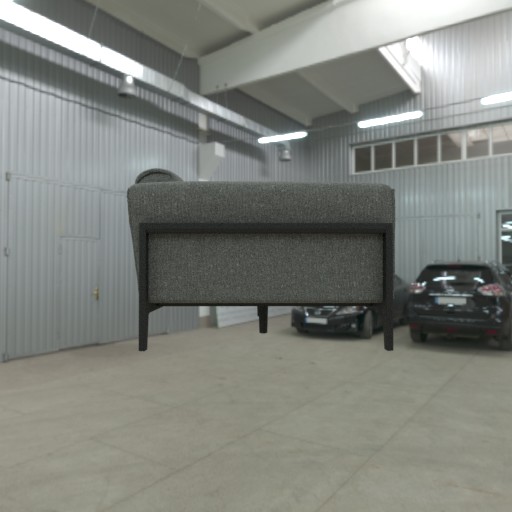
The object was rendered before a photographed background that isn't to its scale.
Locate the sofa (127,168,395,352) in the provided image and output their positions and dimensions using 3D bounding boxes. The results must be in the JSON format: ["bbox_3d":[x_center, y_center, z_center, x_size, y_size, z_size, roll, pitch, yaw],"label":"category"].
[{"bbox_3d":[0.000,0.000,2.570,0.985,0.703,2.125,0,-1,-1],"label":"sofa"}]
